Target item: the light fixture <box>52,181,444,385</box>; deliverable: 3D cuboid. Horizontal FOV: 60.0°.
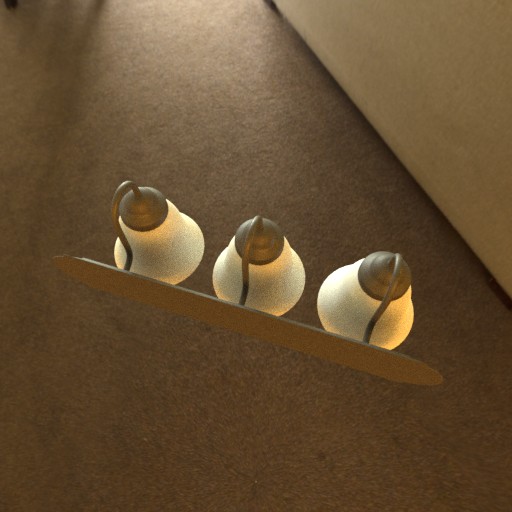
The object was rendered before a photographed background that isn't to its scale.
[{"bbox_3d":[0.000,0.000,0.684,0.610,0.222,0.199,16,64,8],"label":"light fixture"}]
